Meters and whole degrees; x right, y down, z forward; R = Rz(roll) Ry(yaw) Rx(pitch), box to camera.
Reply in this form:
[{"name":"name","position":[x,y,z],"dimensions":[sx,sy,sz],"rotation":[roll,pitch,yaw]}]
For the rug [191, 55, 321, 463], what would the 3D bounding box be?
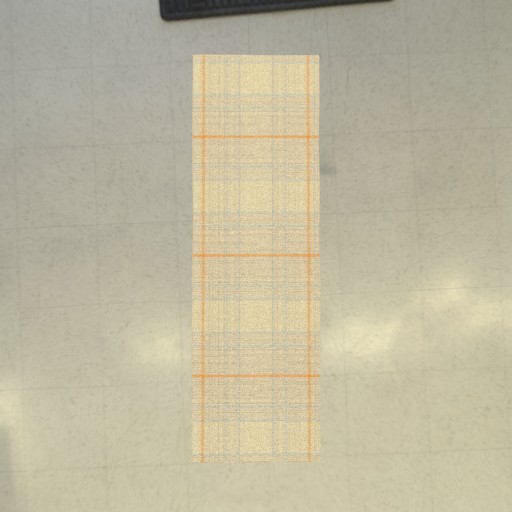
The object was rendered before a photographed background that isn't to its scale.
[{"name":"rug","position":[0.000,0.000,2.656],"dimensions":[0.770,0.016,2.442],"rotation":[0,88,0]}]
